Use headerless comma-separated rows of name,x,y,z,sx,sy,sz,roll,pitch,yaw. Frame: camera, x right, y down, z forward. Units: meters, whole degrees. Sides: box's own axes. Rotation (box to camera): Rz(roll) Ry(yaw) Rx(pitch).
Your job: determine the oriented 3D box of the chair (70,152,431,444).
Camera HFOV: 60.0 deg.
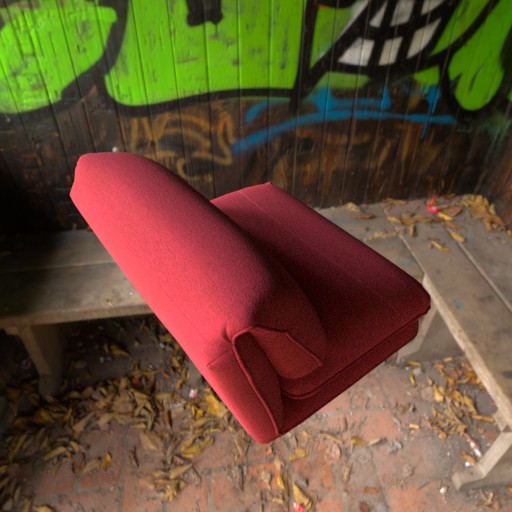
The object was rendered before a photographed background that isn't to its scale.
chair,0.000,0.000,1.337,0.780,0.580,0.820,-26,47,-27
